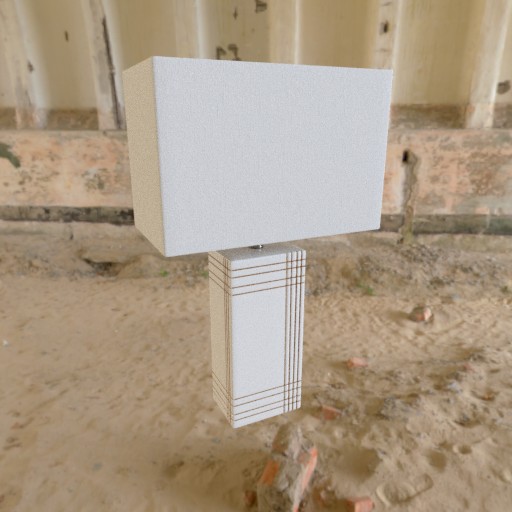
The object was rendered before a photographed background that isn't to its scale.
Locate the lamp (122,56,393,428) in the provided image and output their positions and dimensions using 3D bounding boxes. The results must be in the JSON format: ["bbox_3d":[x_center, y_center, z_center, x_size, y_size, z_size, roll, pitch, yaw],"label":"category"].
[{"bbox_3d":[0.000,0.000,0.699,0.334,0.543,0.182,-8,19,-25],"label":"lamp"}]
